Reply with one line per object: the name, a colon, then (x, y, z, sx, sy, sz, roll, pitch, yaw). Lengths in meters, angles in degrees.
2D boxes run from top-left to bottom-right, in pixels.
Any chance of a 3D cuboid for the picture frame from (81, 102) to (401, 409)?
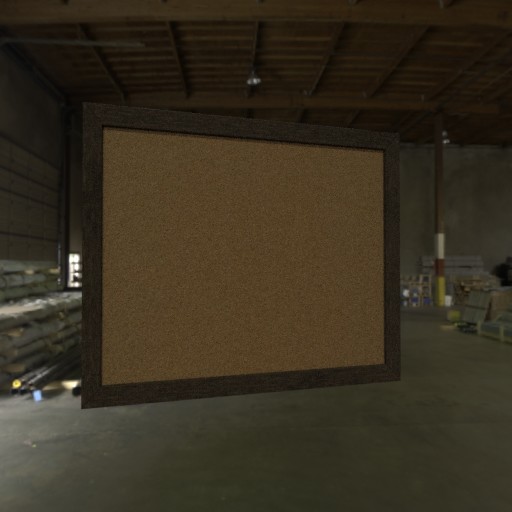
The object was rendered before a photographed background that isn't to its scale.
picture frame: (0.000, 0.000, 0.748, 0.546, 0.455, 0.026, 0, -1, -17)
